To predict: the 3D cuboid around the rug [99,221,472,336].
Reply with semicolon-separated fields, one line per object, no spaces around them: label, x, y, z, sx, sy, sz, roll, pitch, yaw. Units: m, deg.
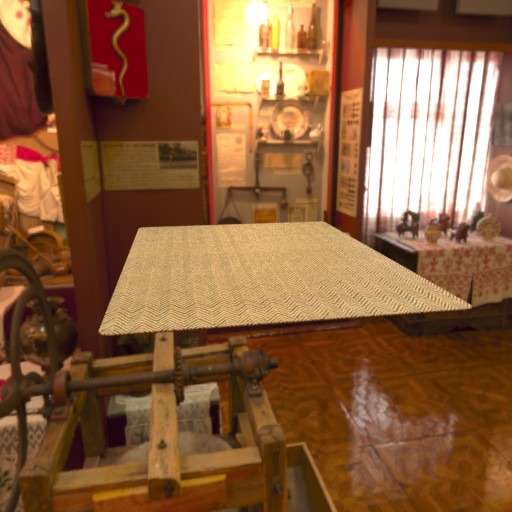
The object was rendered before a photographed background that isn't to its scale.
rug;0.000;0.000;4.296;2.439;0.014;3.207;-3;15;-10
